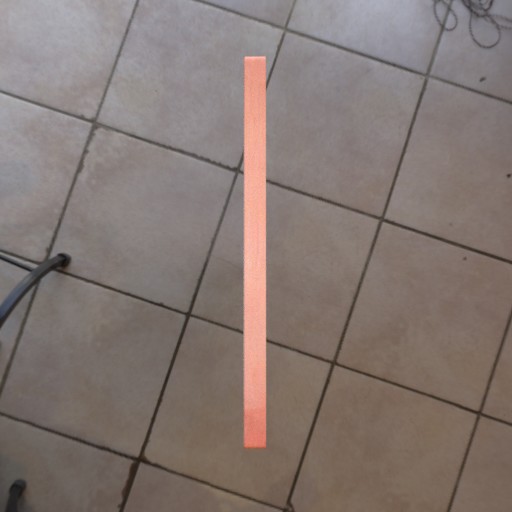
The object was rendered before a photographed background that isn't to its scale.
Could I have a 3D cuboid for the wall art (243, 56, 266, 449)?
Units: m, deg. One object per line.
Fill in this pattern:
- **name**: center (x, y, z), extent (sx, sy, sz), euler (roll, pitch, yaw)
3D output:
- **wall art**: center (0.000, 0.000, 1.146), extent (0.038, 0.914, 0.610), euler (0, 89, 0)
